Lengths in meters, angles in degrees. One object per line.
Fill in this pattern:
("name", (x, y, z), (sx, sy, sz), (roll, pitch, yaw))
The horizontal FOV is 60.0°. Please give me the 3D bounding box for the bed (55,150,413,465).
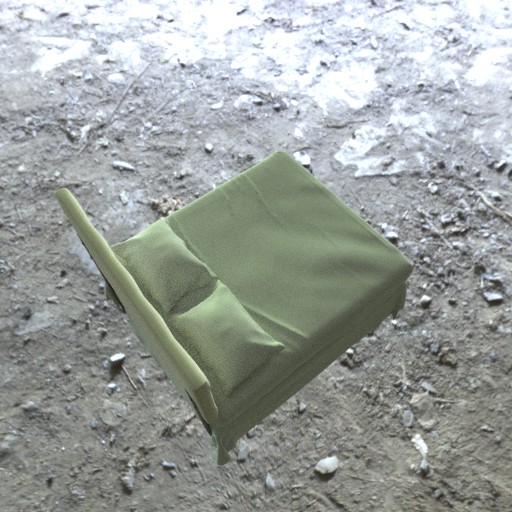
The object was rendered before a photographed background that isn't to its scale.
("bed", (0.000, 0.000, 3.509), (2.222, 1.577, 1.936), (-34, 64, -19))
